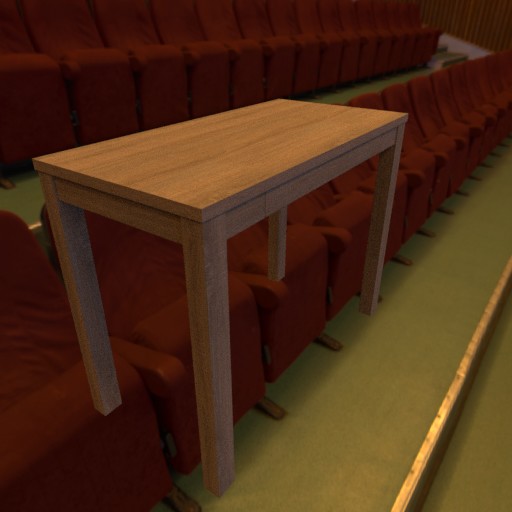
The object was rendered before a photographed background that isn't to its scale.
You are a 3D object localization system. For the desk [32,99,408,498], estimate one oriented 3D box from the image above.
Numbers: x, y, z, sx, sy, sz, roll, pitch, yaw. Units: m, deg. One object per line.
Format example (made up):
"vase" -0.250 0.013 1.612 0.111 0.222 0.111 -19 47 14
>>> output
"desk" 0.000 0.000 1.377 0.495 0.762 0.991 19 34 31
